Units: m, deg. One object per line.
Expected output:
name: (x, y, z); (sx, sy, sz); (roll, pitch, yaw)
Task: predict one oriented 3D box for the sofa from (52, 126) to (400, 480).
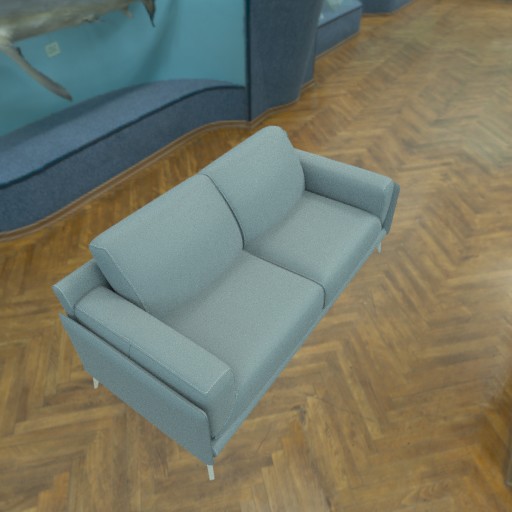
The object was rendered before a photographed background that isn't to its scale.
sofa: (0.000, 0.000, 2.640); (0.969, 0.900, 2.100); (24, 47, 25)
